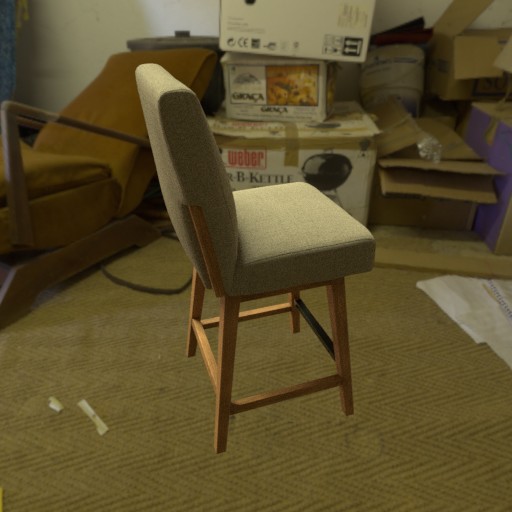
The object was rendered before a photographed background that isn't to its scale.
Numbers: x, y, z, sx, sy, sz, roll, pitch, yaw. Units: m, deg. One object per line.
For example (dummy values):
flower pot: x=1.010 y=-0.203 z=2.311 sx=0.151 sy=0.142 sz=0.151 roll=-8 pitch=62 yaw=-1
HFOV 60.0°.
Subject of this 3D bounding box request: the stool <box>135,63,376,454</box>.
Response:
stool: x=0.000 y=0.000 z=1.283 sx=0.526 sy=1.010 sz=0.459 roll=-10 pitch=31 yaw=-16
